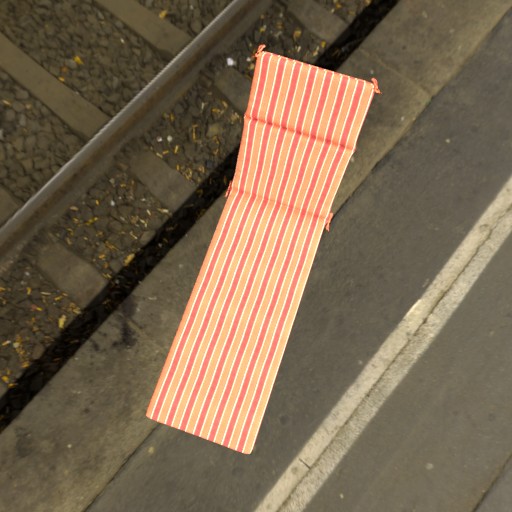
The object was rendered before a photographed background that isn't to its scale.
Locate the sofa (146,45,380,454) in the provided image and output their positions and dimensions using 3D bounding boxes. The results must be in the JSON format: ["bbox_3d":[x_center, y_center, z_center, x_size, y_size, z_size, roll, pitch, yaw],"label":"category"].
[{"bbox_3d":[0.000,0.000,1.968,0.582,0.622,1.663,18,77,4],"label":"sofa"}]
